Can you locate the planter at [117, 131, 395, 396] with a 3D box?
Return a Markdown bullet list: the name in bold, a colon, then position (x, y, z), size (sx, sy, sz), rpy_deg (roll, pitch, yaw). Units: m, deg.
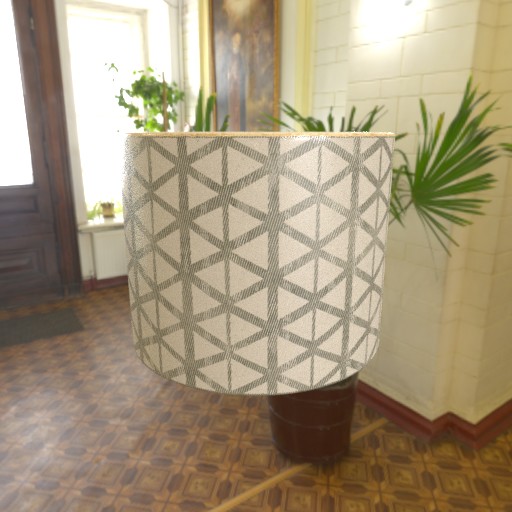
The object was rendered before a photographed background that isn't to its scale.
- **planter**: position (0.000, 0.000, 0.447), size (0.250, 0.239, 0.250), rpy_deg (0, 15, 0)
